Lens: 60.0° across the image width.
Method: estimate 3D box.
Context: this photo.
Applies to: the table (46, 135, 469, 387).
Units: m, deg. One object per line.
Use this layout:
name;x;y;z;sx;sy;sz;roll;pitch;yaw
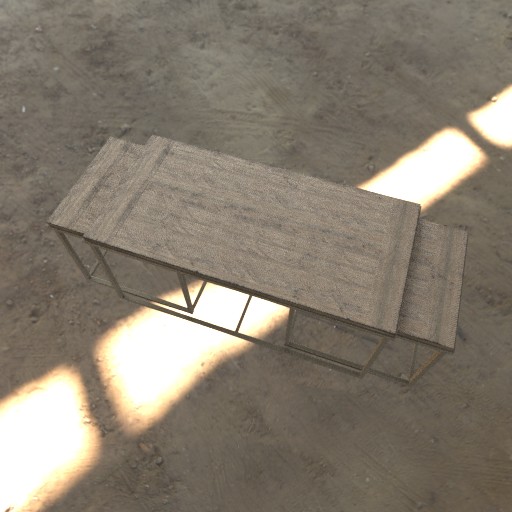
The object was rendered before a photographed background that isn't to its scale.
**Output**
table;0.000;0.000;1.583;1.312;0.427;0.489;17;59;10
